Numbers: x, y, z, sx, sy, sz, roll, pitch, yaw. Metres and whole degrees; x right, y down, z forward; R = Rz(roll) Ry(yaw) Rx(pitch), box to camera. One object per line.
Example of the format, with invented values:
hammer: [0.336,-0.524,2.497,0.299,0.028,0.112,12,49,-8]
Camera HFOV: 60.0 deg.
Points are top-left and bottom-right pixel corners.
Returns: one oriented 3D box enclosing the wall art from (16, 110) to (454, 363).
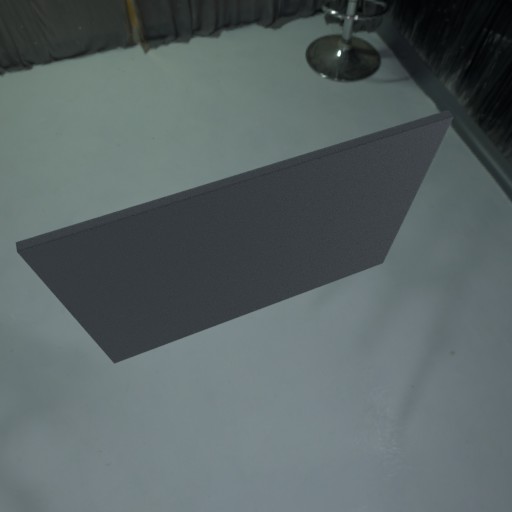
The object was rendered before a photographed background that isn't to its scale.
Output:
wall art: [0.000,0.000,1.201,0.964,0.659,0.049,-18,60,-11]
